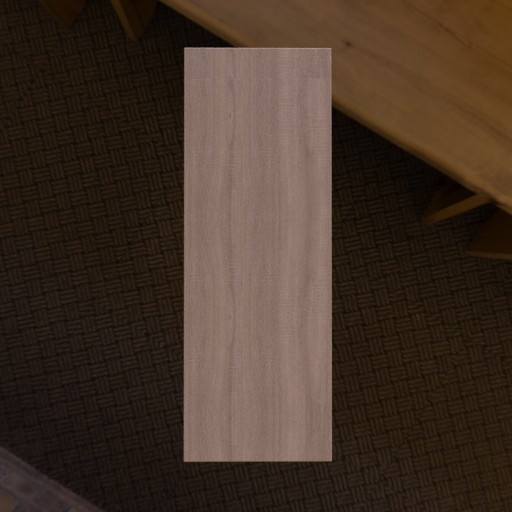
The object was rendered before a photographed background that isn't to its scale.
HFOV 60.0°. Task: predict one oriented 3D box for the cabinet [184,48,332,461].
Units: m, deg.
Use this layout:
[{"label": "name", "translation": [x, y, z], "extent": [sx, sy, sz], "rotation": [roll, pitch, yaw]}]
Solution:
[{"label": "cabinet", "translation": [0.000, 0.000, 1.883], "extent": [0.398, 1.388, 1.111], "rotation": [0, 89, 0]}]
